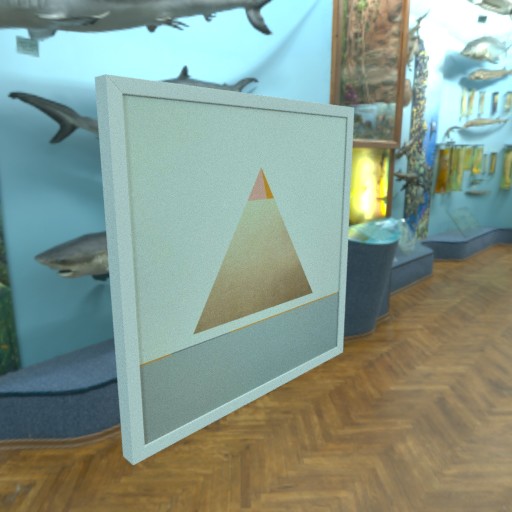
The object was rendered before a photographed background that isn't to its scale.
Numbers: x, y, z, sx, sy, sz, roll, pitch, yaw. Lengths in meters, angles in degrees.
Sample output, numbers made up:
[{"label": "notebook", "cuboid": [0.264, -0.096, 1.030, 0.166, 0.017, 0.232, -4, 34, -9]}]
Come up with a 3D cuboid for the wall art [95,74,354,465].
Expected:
[{"label": "wall art", "cuboid": [0.000, 0.000, 1.118, 0.041, 0.765, 0.768, 12, 18, 43]}]
